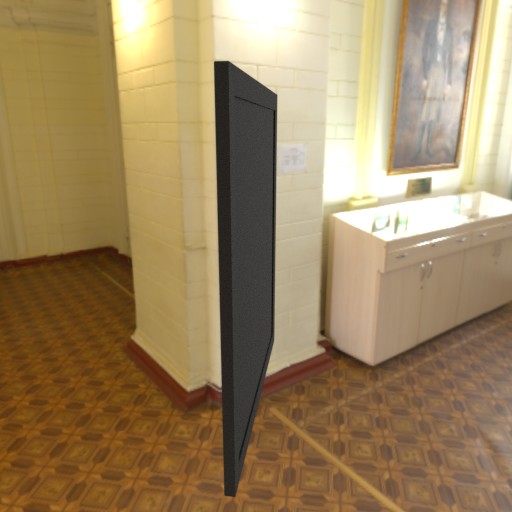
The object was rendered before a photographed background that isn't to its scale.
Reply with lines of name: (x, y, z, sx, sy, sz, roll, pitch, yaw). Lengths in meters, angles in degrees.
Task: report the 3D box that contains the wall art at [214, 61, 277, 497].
wall art: (0.000, 0.000, 0.496, 0.010, 0.361, 0.311, 2, 16, 8)
